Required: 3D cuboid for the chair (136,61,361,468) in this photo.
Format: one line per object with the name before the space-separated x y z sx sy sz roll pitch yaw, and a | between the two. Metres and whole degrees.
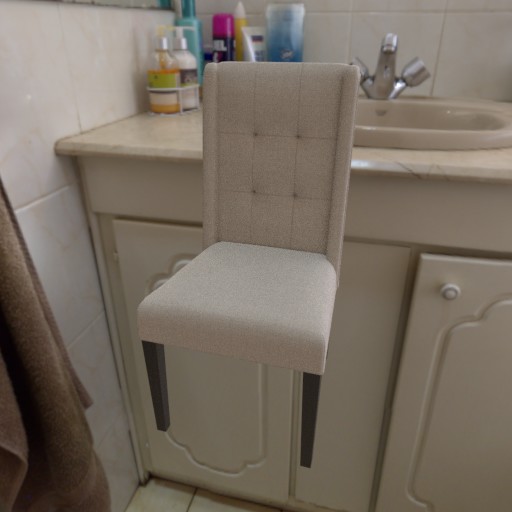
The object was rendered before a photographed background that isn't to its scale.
chair | 0.000 0.000 1.226 0.474 0.961 0.523 8 27 15
